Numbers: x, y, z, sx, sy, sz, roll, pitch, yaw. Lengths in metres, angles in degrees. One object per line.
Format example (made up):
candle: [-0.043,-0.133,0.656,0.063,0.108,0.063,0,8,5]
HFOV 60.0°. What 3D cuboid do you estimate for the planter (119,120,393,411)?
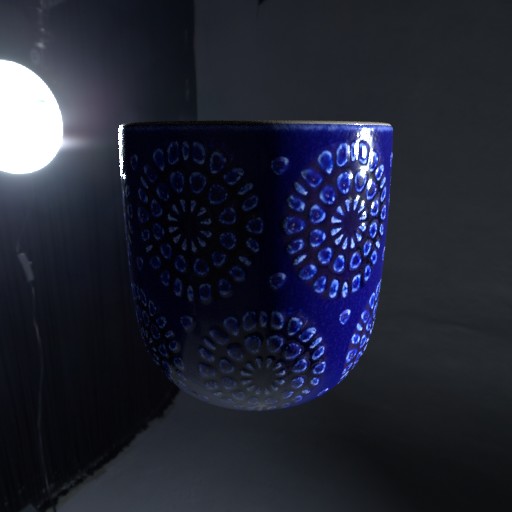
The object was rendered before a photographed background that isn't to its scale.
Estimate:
planter: [0.000,0.000,0.196,0.109,0.112,0.109,0,15,0]
